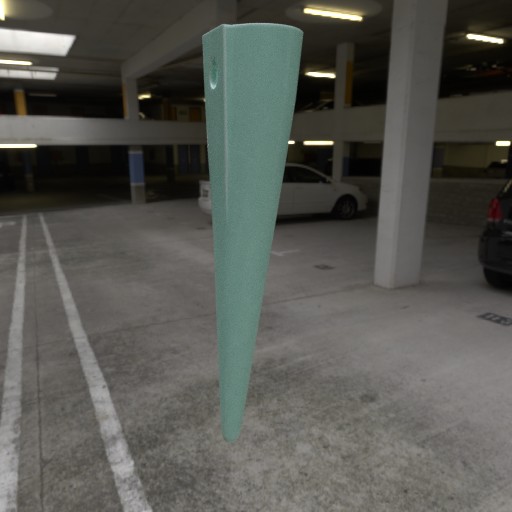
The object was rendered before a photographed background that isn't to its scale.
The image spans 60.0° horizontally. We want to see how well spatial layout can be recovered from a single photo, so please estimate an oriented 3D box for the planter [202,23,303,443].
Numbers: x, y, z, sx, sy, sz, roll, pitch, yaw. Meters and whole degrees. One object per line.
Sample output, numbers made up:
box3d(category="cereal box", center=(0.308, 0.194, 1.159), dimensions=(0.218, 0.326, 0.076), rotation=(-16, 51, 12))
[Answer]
box3d(category="planter", center=(0.000, 0.000, 0.292), dimensions=(0.055, 0.268, 0.054), rotation=(-7, 16, -26))
